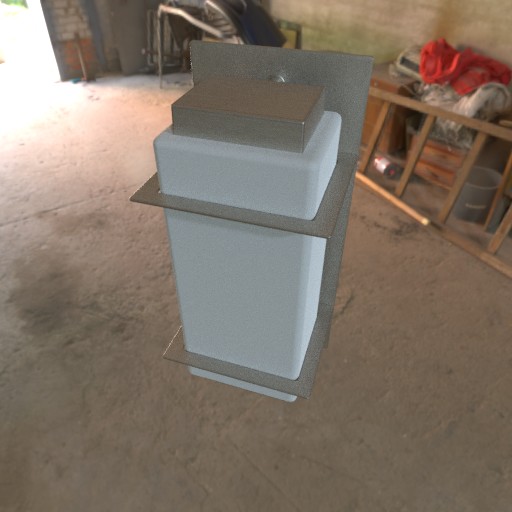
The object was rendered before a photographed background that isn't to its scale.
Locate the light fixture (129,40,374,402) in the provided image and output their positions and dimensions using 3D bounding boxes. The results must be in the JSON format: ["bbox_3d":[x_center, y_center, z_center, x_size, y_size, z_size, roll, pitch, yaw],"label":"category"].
[{"bbox_3d":[0.000,0.000,0.467,0.168,0.380,0.160,12,41,14],"label":"light fixture"}]
